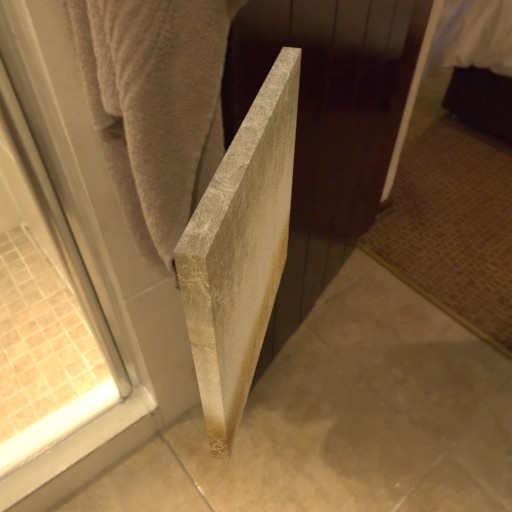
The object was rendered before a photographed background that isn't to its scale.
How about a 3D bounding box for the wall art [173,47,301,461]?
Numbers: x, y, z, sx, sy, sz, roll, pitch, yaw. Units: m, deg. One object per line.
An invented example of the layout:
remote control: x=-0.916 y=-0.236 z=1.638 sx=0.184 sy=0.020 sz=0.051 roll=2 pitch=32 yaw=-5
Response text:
wall art: x=0.000 y=0.000 z=0.914 sx=0.038 sy=0.610 sz=0.610 roll=10 pitch=47 yaw=10
